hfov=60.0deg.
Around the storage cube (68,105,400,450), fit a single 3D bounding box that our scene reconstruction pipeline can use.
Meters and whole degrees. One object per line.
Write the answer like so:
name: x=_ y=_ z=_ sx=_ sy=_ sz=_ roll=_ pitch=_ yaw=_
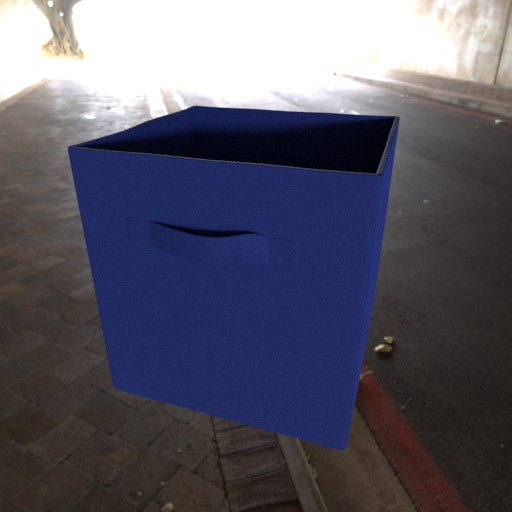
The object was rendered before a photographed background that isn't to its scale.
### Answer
storage cube: x=0.000 y=0.000 z=0.505 sx=0.270 sy=0.280 sz=0.270 roll=9 pitch=28 yaw=17
